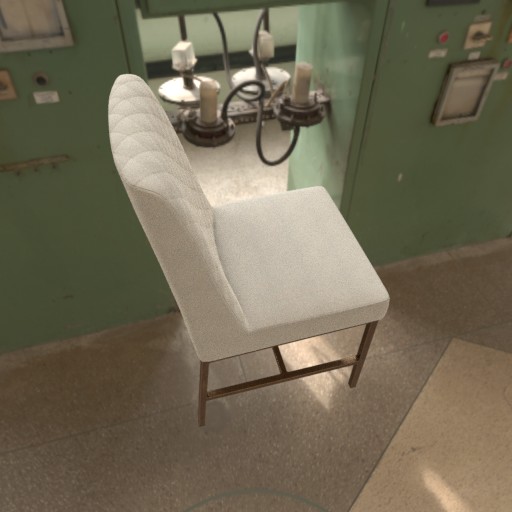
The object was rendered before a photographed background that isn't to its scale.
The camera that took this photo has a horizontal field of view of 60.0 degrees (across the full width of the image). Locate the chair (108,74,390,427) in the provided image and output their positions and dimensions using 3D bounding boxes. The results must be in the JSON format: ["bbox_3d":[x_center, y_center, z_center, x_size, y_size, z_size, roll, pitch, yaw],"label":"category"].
[{"bbox_3d":[0.000,0.000,1.246,0.597,0.933,0.503,-11,47,-10],"label":"chair"}]
